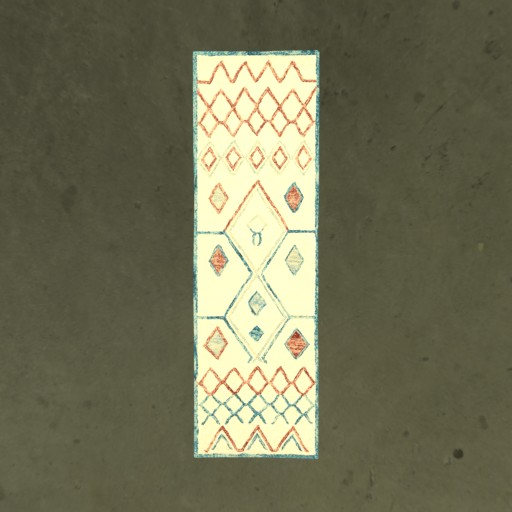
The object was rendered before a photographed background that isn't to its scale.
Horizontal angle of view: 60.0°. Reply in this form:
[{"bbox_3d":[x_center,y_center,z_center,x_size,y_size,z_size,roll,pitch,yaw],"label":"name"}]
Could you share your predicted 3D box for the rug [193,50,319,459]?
[{"bbox_3d":[0.000,0.000,2.650,0.750,0.011,2.435,0,91,1],"label":"rug"}]
